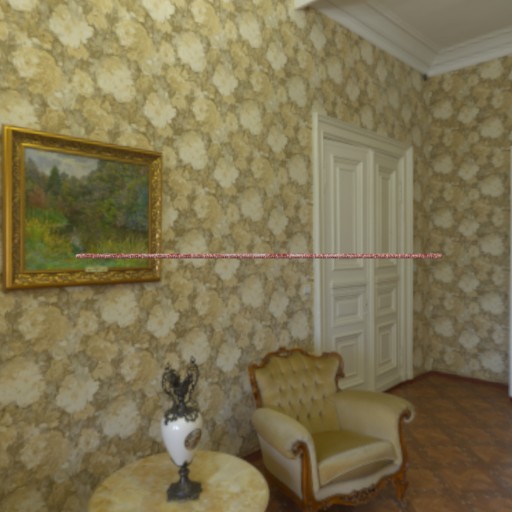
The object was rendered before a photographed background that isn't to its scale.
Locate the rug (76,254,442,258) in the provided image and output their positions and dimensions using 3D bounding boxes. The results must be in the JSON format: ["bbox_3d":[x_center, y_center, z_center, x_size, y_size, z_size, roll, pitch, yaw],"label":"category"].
[{"bbox_3d":[0.000,0.000,2.381,1.219,0.016,1.829,0,0,-1],"label":"rug"}]
